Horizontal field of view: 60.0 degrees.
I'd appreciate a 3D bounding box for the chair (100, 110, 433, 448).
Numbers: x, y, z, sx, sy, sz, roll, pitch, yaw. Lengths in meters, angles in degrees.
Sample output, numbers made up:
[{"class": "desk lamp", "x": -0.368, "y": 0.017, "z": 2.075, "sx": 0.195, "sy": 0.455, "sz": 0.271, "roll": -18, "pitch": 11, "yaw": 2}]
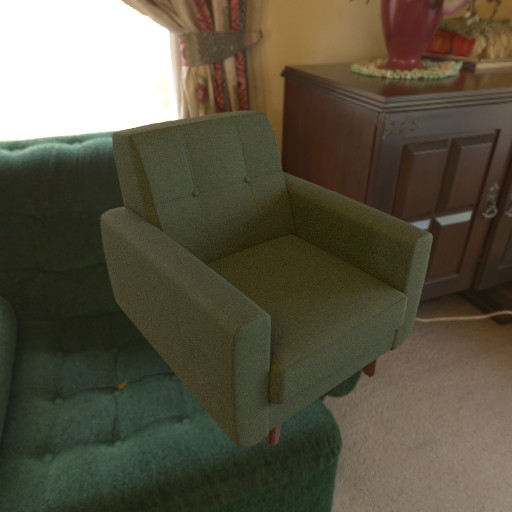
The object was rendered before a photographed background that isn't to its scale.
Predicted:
[{"class": "chair", "x": 0.000, "y": 0.000, "z": 1.587, "sx": 0.831, "sy": 0.841, "sz": 0.909, "roll": -21, "pitch": 36, "yaw": -33}]
